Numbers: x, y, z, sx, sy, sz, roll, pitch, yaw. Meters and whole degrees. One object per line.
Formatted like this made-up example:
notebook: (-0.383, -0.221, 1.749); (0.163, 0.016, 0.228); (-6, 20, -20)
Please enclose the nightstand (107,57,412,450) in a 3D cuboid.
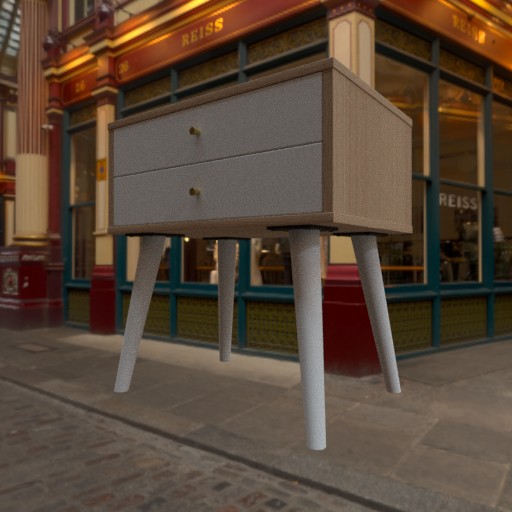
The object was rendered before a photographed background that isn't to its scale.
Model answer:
nightstand: (0.000, 0.000, 0.999); (0.571, 0.610, 0.407); (0, 0, 36)
